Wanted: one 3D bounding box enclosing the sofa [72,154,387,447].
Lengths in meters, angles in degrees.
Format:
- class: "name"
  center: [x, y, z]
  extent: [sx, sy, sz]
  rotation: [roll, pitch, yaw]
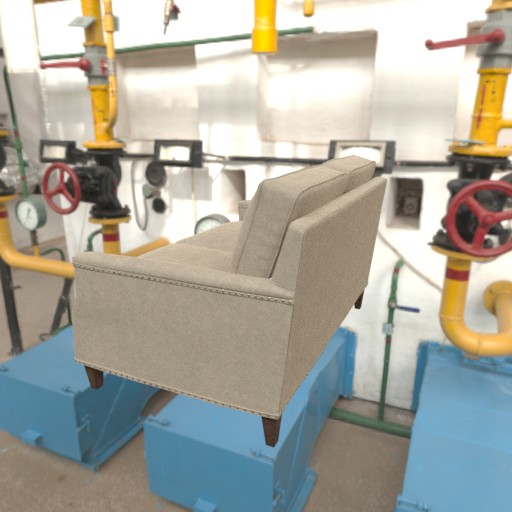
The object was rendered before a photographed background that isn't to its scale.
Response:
- class: "sofa"
  center: [0.000, 0.000, 2.350]
  extent: [1.084, 1.002, 1.597]
  rotation: [8, 18, 24]
